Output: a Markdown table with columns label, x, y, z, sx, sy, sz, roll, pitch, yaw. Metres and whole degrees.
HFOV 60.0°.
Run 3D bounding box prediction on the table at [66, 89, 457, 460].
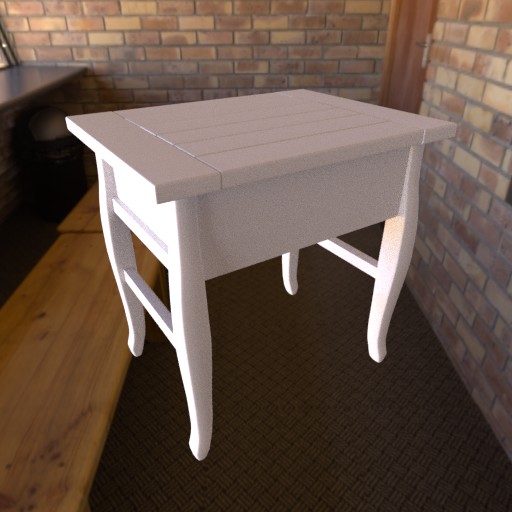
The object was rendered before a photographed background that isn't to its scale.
| label | x | y | z | sx | sy | sz | roll | pitch | yaw |
| --- | --- | --- | --- | --- | --- | --- | --- | --- | --- |
| table | 0.000 | 0.000 | 1.000 | 0.599 | 0.605 | 0.463 | -18 | 34 | -29 |
